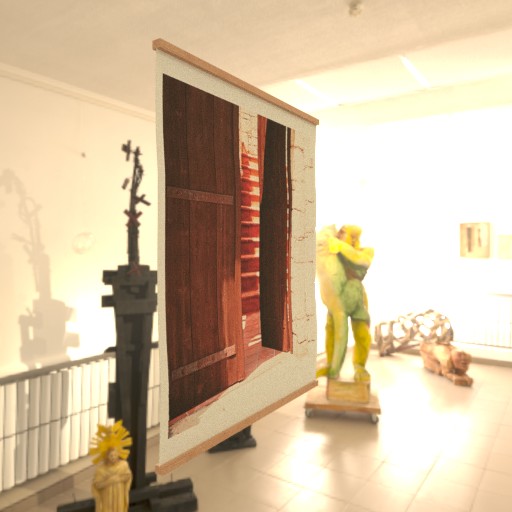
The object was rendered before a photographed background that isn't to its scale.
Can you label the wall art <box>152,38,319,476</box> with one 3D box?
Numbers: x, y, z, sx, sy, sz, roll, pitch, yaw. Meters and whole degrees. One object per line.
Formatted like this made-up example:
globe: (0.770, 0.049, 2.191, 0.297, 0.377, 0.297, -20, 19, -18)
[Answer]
wall art: (0.000, 0.000, 0.684, 0.013, 0.508, 0.406, 1, 2, 34)
